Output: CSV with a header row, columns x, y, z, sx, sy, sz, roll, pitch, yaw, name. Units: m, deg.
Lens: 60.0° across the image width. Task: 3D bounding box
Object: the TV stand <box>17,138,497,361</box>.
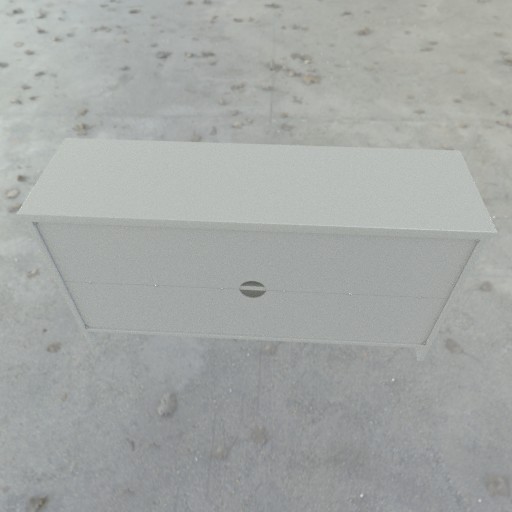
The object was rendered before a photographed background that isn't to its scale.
x,y,z,sx,sy,sz,roll,pitch,yaw,name
0.000,0.000,1.412,1.167,0.603,0.344,2,47,2,TV stand
